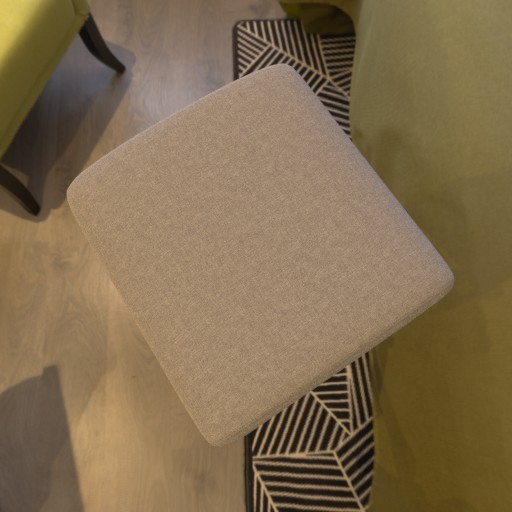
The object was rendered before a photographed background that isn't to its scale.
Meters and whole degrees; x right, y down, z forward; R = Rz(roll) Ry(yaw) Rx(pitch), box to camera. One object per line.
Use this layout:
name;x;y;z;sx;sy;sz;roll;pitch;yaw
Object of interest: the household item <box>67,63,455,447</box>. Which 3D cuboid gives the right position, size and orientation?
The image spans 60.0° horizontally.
household item;0.000;0.000;0.897;0.530;0.410;0.530;-32;78;-8
